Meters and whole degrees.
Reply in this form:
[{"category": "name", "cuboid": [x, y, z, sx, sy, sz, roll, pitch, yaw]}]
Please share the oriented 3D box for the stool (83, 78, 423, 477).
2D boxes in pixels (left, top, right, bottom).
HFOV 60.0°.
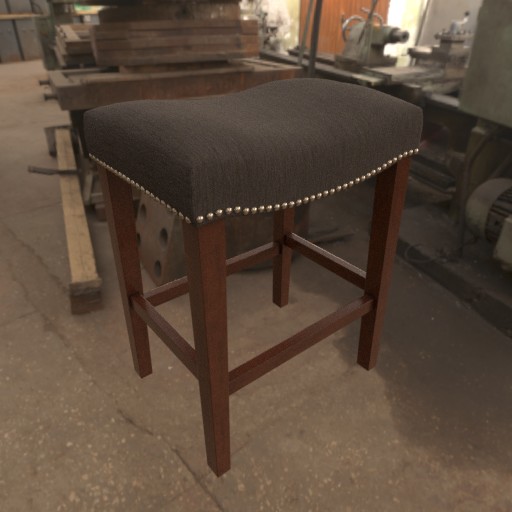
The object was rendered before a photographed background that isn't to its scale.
[{"category": "stool", "cuboid": [0.000, 0.000, 0.937, 0.504, 0.654, 0.372, -22, 37, -32]}]
